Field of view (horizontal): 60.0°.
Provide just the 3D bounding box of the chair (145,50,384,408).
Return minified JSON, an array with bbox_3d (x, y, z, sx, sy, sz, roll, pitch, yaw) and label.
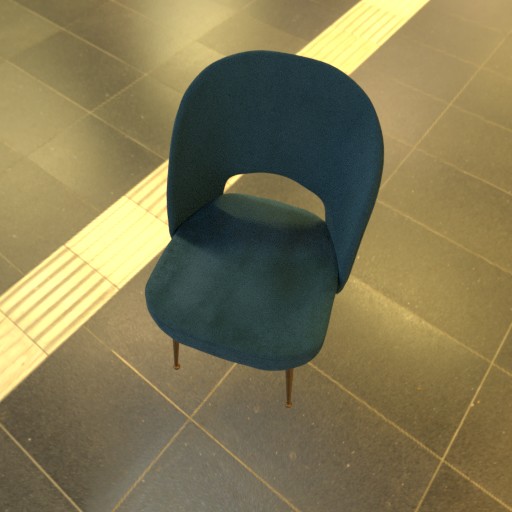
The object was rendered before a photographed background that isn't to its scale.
[{"bbox_3d":[0.000,0.000,1.226,0.527,0.860,0.577,16,59,10],"label":"chair"}]
